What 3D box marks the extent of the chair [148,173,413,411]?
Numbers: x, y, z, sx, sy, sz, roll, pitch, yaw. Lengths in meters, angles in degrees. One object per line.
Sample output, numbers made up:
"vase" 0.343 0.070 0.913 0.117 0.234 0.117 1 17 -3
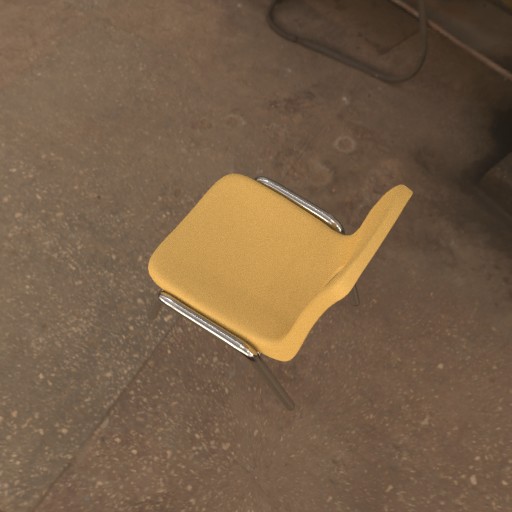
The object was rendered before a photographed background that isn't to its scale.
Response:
"chair" 0.000 0.000 0.866 0.423 0.586 0.354 32 68 15
